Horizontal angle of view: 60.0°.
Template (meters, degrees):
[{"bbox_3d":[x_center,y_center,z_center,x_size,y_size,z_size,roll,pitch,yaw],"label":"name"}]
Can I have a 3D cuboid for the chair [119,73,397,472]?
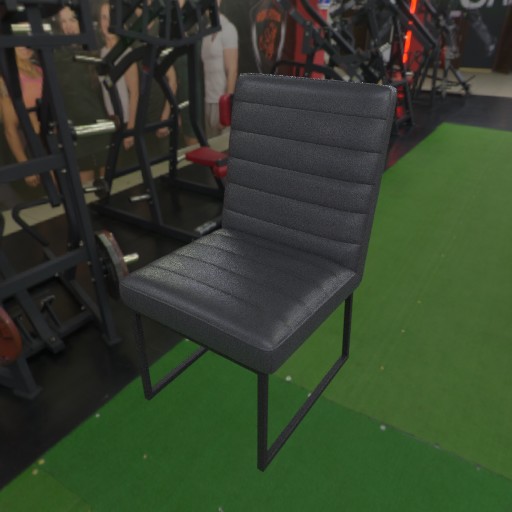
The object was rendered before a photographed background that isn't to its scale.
[{"bbox_3d":[0.000,0.000,1.310,0.520,0.930,0.634,19,34,30],"label":"chair"}]
